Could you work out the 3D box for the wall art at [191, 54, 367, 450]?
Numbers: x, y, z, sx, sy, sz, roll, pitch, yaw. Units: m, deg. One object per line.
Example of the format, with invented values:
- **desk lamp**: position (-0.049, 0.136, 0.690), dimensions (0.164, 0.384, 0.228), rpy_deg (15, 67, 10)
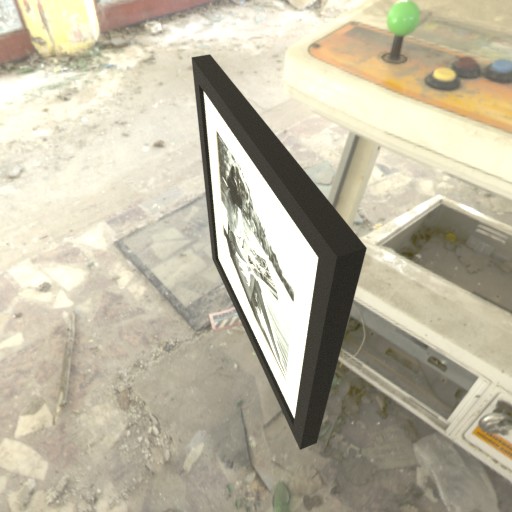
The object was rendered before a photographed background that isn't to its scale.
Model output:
- **wall art**: position (0.000, 0.000, 0.711), dimensions (0.030, 0.458, 0.462), rpy_deg (-16, 48, -15)
